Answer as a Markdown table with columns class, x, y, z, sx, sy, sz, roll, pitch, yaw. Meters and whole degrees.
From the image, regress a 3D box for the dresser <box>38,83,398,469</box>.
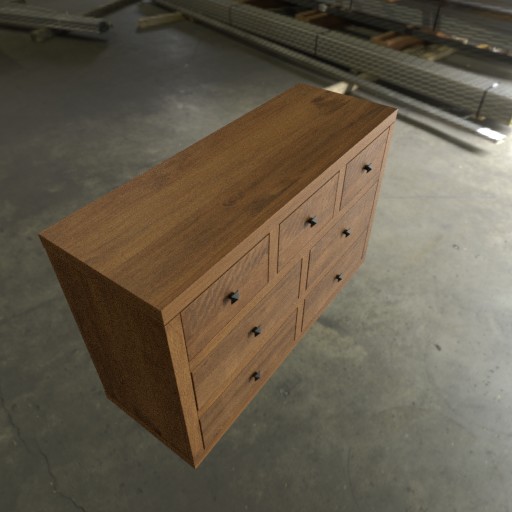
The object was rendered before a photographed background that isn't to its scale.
| class | x | y | z | sx | sy | sz | roll | pitch | yaw |
| --- | --- | --- | --- | --- | --- | --- | --- | --- | --- |
| dresser | 0.000 | 0.000 | 1.682 | 0.479 | 0.825 | 1.261 | 26 | 48 | 26 |
